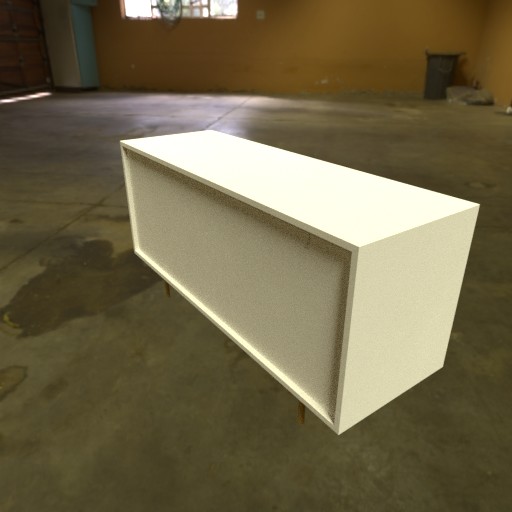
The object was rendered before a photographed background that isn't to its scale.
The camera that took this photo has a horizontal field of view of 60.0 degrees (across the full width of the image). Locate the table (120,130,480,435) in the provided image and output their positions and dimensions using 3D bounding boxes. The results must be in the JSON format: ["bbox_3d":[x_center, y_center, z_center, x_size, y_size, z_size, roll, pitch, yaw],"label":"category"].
[{"bbox_3d":[0.000,0.000,1.851,0.508,0.769,1.500,-17,31,-32],"label":"table"}]
